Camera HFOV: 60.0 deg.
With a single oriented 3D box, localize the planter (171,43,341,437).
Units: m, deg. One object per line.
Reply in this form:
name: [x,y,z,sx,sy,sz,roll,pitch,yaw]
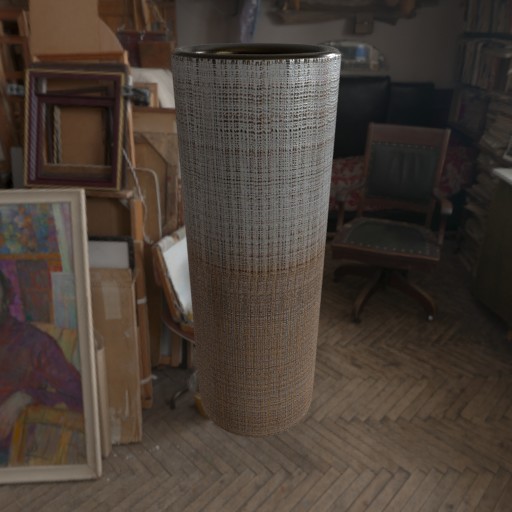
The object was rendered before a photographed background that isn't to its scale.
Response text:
planter: [0.000,0.000,0.326,0.099,0.278,0.099,-22,35,-34]
